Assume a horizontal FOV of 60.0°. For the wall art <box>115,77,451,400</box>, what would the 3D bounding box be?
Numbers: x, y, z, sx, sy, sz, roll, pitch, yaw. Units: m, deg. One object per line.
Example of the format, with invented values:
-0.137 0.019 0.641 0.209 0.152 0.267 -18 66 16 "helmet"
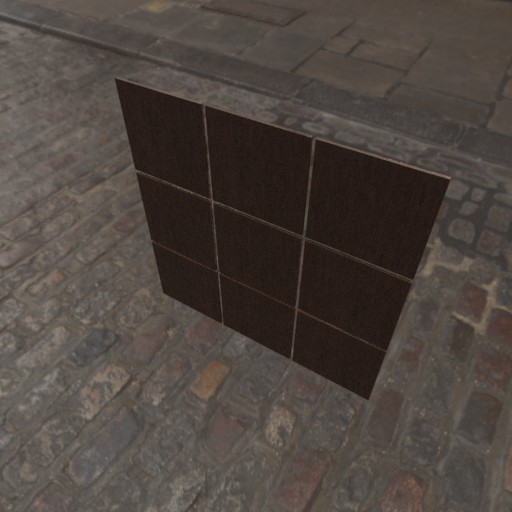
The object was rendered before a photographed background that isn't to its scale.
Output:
0.000 0.000 2.297 1.527 1.525 0.014 24 49 22 "wall art"
